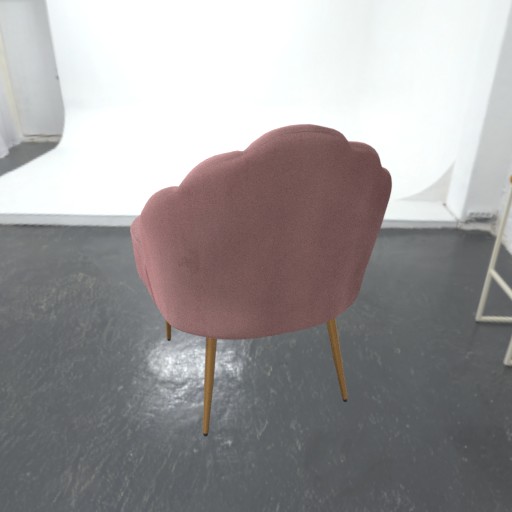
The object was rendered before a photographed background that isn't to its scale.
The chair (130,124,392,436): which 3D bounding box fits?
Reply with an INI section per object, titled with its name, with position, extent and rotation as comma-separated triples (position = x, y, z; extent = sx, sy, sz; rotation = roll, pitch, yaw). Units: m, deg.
[chair]
position = 0.000, 0.000, 1.252
extent = 0.657, 0.819, 0.599
rotation = -8, 28, -16
